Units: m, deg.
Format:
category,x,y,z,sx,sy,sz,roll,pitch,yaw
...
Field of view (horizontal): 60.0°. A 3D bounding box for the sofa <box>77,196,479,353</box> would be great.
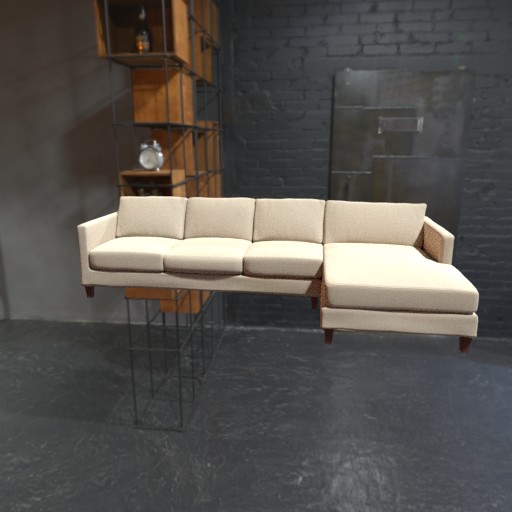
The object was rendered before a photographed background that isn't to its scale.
category,x,y,z,sx,sy,sz,roll,pitch,yaw
sofa,0.000,0.000,3.847,3.186,0.861,1.625,2,14,8
